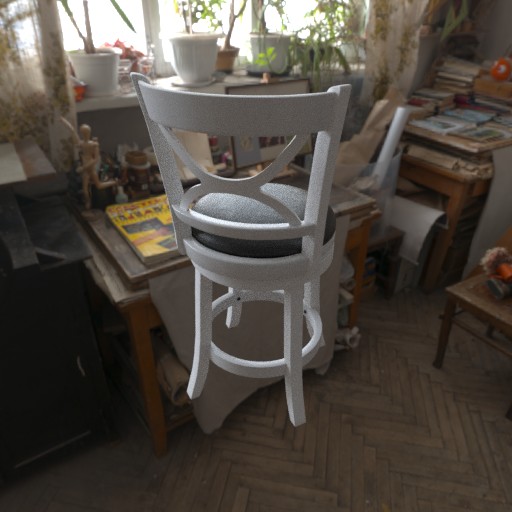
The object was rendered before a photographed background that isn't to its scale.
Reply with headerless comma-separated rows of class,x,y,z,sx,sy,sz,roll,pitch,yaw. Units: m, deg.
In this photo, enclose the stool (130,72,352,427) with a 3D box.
stool,0.000,0.000,1.202,0.444,0.953,0.508,9,32,15
